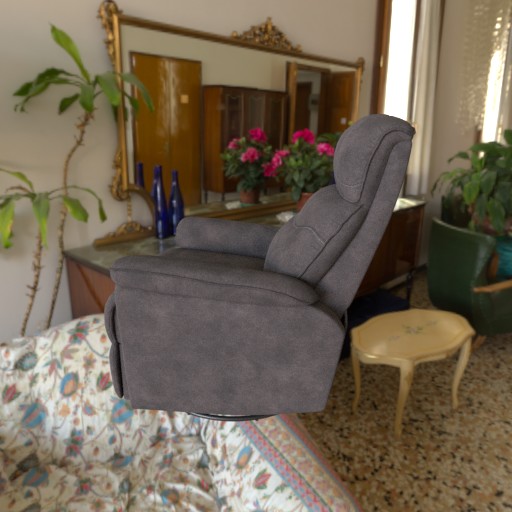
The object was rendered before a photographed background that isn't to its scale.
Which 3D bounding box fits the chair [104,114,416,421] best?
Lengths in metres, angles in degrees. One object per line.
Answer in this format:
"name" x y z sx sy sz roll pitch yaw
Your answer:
"chair" 0.000 0.000 1.712 1.009 1.035 0.830 2 15 8
